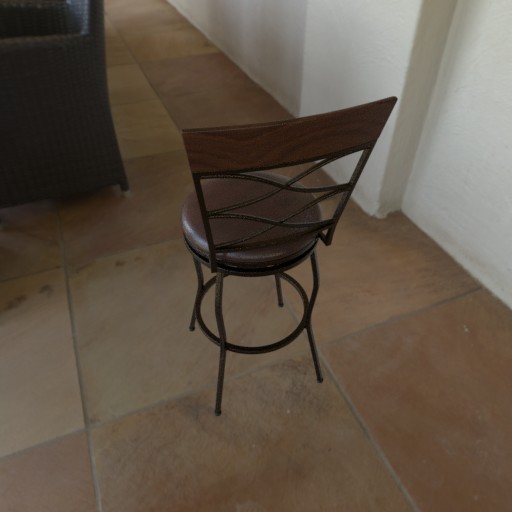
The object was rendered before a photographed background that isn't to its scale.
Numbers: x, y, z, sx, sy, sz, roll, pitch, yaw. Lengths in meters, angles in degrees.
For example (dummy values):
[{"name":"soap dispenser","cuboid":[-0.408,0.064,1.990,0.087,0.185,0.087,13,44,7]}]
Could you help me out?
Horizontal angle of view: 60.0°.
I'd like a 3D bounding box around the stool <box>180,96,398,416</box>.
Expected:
[{"name":"stool","cuboid":[0.000,0.000,1.386,0.448,1.130,0.513,-13,44,-14]}]
